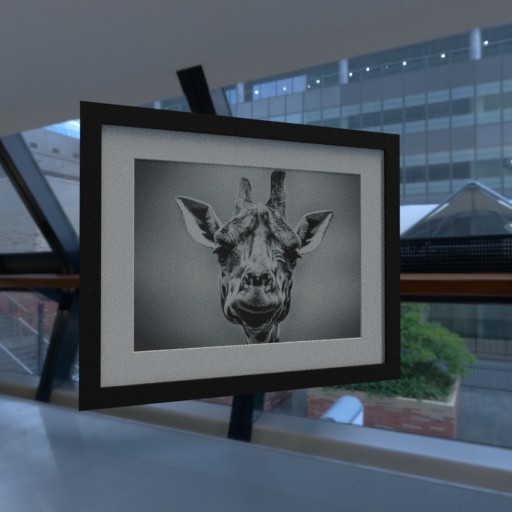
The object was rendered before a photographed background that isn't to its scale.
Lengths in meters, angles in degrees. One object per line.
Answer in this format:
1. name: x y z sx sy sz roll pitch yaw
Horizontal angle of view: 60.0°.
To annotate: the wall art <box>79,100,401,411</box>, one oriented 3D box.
1. wall art: 0.000 0.000 0.754 0.558 0.457 0.031 0 -1 -18
